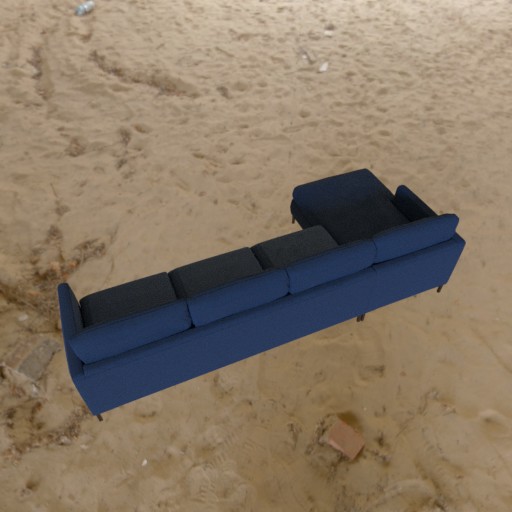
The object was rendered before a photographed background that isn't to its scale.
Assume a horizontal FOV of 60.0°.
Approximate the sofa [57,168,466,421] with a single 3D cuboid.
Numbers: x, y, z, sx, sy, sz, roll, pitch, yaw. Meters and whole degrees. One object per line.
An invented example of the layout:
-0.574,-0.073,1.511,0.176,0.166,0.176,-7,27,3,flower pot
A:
0.000,0.000,2.918,2.450,0.679,1.128,-17,48,-16,sofa
